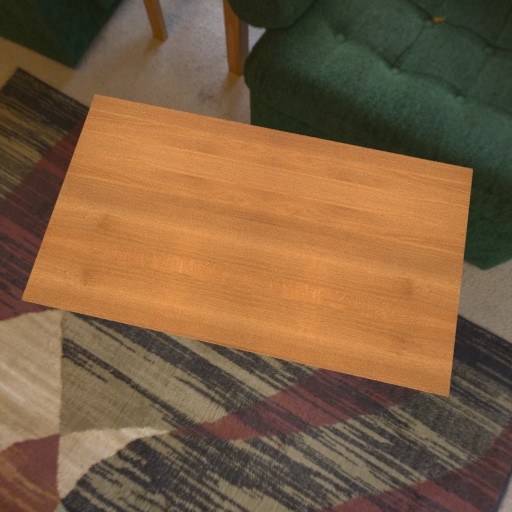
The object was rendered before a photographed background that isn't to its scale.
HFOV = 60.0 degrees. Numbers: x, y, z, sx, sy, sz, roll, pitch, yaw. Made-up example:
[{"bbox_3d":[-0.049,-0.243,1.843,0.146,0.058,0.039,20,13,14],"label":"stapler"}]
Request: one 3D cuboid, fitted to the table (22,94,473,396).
[{"bbox_3d":[0.000,0.000,2.090,1.600,0.750,0.900,12,76,3],"label":"table"}]
